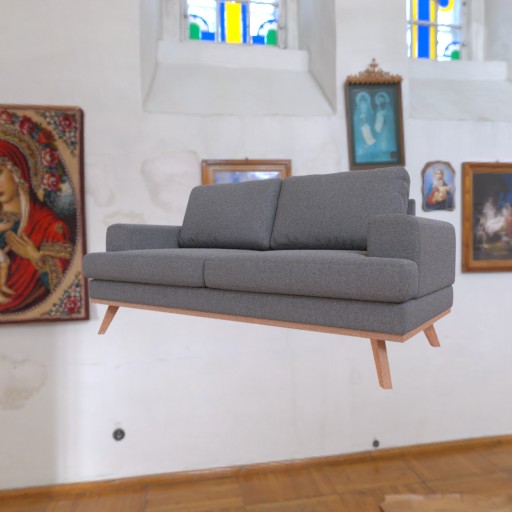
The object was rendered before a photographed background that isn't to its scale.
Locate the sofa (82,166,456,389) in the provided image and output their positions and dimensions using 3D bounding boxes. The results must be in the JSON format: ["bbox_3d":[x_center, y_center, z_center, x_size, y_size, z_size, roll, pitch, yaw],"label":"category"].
[{"bbox_3d":[0.000,0.000,2.117,1.650,0.810,0.785,1,2,34],"label":"sofa"}]
